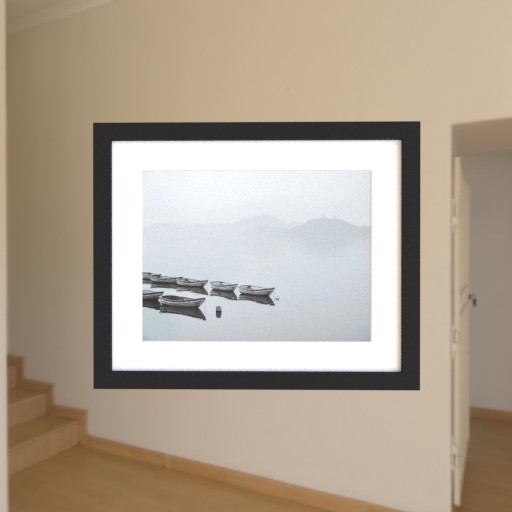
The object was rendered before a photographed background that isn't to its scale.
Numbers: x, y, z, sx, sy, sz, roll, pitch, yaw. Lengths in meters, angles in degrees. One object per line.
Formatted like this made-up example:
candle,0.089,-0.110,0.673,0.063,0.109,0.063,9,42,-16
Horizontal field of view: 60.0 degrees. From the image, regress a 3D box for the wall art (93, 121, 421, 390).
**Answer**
wall art,0.000,0.000,0.766,0.554,0.454,0.030,0,0,1
